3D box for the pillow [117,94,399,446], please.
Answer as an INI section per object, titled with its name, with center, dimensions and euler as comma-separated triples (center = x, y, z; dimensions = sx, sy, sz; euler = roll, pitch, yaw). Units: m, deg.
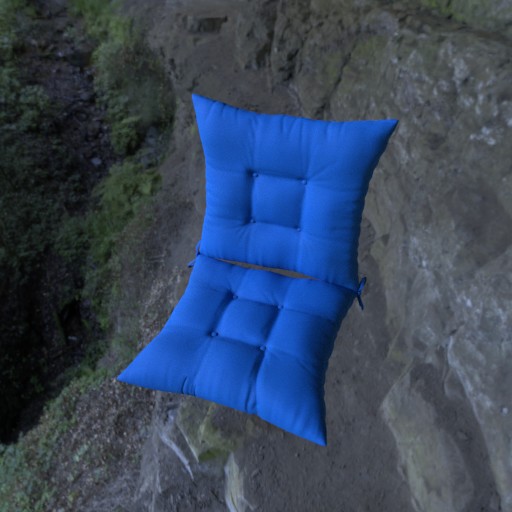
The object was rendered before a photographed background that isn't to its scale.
[pillow]
center = 0.000, 0.000, 1.046
dimensions = 0.541, 0.536, 0.585
euler = 13, 43, 14
